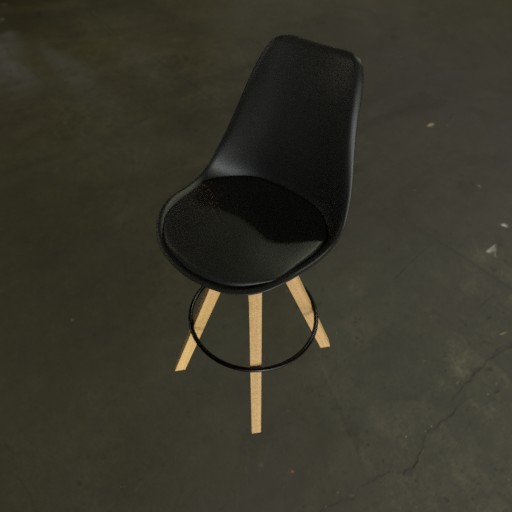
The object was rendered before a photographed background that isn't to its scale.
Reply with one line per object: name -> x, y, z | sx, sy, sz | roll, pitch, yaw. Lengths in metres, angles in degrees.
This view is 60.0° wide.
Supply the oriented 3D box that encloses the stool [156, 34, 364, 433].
stool -> 0.000, 0.000, 1.365 | 0.485, 1.115, 0.550 | 30, 53, 26
